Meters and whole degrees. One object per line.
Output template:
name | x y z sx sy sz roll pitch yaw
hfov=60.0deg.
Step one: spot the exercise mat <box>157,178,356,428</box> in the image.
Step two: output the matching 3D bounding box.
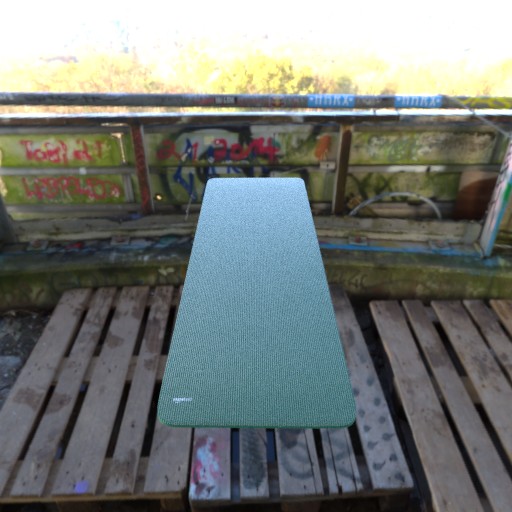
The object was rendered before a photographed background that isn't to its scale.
exercise mat | 0.000 0.000 2.103 0.616 0.021 1.869 0 33 0
